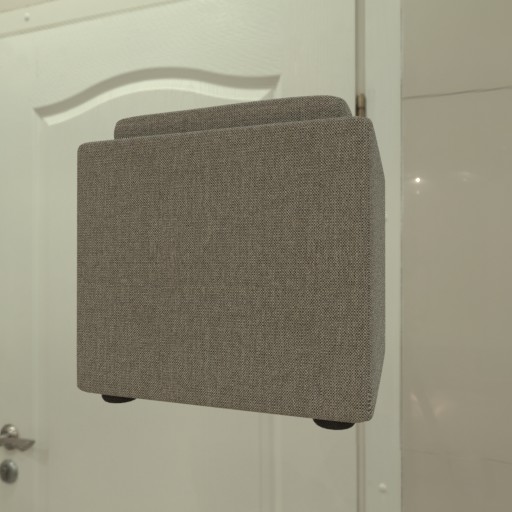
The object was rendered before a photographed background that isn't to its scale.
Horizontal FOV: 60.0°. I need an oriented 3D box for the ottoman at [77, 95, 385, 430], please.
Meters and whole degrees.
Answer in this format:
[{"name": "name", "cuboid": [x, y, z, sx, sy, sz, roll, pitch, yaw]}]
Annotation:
[{"name": "ottoman", "cuboid": [0.000, 0.000, 0.825, 0.450, 0.460, 0.450, 0, 0, 18]}]
